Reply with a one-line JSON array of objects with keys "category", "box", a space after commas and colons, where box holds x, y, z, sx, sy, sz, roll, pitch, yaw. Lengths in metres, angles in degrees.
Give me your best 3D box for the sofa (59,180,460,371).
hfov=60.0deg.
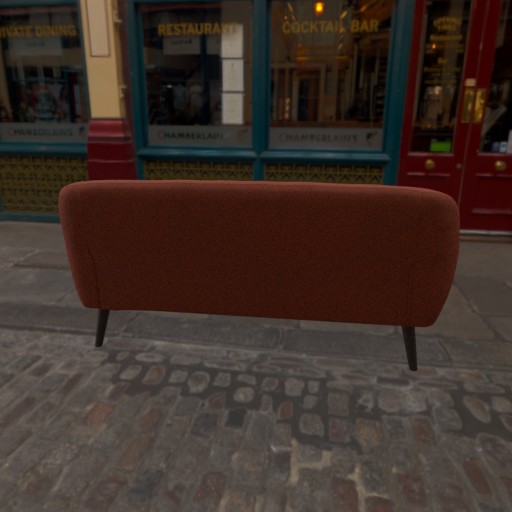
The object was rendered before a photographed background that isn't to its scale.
[{"category": "sofa", "box": [0.000, 0.000, 2.226, 1.840, 0.836, 0.820, 2, 17, 8]}]
